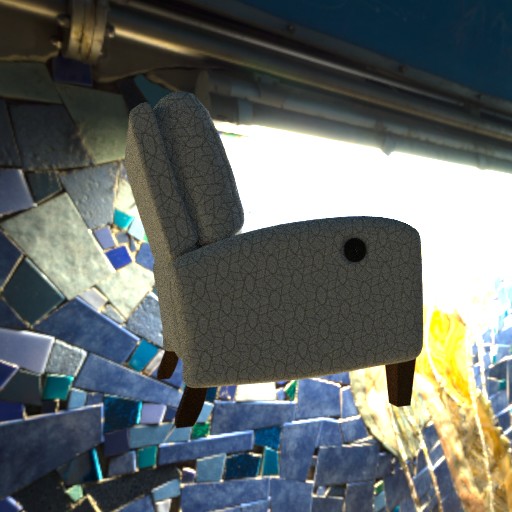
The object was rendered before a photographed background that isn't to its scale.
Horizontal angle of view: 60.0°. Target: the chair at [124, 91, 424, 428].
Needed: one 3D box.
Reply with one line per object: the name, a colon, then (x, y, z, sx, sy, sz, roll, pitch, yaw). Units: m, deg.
chair: (0.000, 0.000, 1.767, 0.995, 1.064, 0.796, 0, -1, -18)
